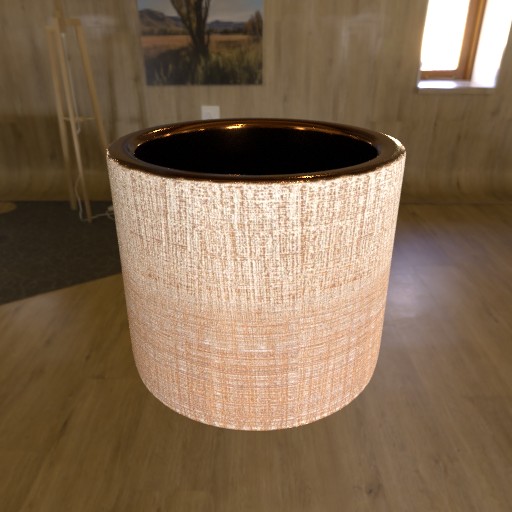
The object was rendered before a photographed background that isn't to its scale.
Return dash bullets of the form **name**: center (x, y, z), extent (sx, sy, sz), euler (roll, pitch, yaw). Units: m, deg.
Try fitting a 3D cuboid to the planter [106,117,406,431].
- **planter**: center (0.000, 0.000, 0.302), extent (0.177, 0.157, 0.177), euler (0, 26, 0)
